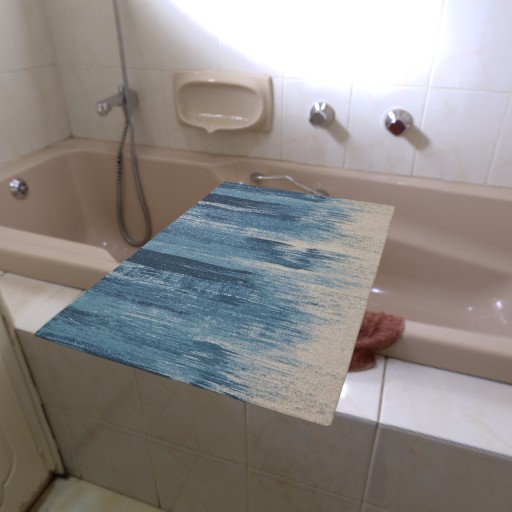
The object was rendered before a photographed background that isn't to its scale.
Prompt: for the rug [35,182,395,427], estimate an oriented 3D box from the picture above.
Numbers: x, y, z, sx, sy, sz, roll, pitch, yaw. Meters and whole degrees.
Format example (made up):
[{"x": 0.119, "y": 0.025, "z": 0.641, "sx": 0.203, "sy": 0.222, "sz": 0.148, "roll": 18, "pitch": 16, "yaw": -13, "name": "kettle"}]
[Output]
[{"x": 0.000, "y": 0.000, "z": 2.331, "sx": 1.232, "sy": 0.009, "sz": 1.836, "roll": 11, "pitch": 32, "yaw": 18, "name": "rug"}]
